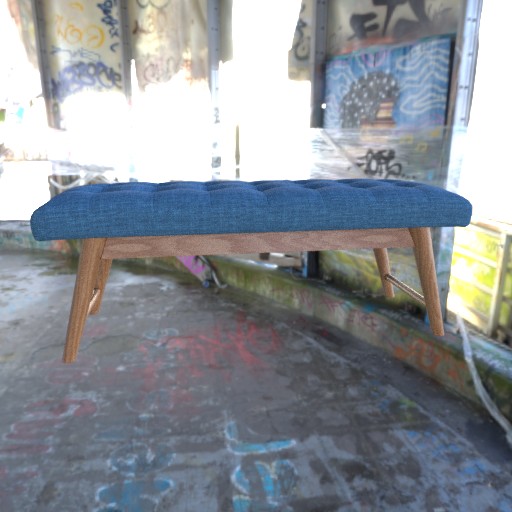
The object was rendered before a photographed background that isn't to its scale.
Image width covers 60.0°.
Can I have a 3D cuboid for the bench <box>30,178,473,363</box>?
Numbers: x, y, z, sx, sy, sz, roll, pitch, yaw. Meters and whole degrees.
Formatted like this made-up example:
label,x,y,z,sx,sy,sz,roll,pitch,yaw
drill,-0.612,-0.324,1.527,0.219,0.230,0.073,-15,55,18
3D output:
label,x,y,z,sx,sy,sz,roll,pitch,yaw
bench,0.000,0.000,1.331,1.118,0.432,0.406,-2,15,-9
